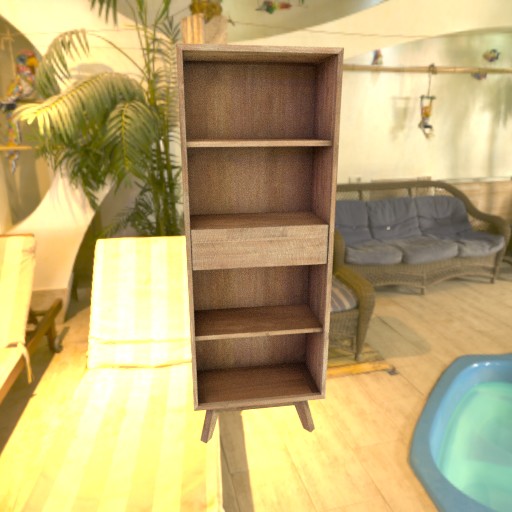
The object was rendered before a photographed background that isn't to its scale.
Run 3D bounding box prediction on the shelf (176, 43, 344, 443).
[{"bbox_3d":[0.000,0.000,1.587,0.491,1.342,0.267,-3,17,-8],"label":"shelf"}]
